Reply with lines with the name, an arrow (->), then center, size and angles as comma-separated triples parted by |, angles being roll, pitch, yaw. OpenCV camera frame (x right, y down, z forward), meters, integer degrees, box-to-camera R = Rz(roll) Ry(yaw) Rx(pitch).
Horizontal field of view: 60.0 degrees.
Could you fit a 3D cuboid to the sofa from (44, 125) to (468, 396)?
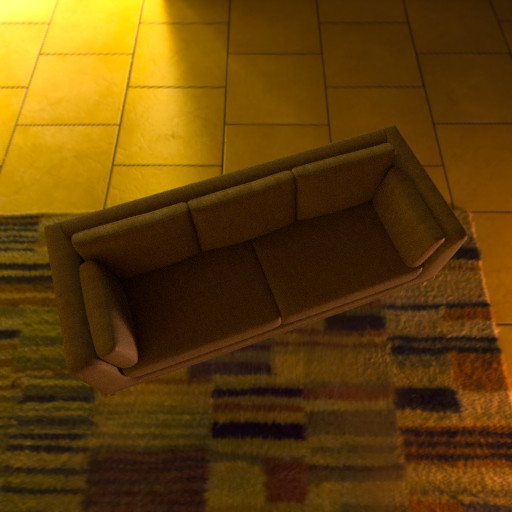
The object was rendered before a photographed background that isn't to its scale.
sofa -> 0.000, 0.000, 2.963 | 2.415, 0.867, 0.969 | -18, 64, -9
